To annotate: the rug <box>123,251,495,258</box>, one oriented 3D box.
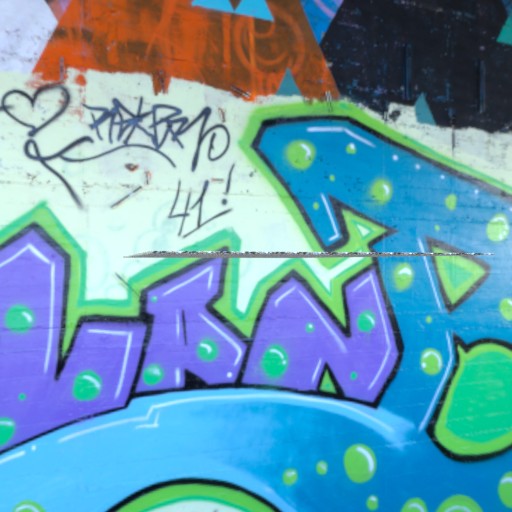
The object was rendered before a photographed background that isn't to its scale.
[{"bbox_3d":[0.000,0.000,2.268,1.247,0.008,1.802,0,-1,-19],"label":"rug"}]
